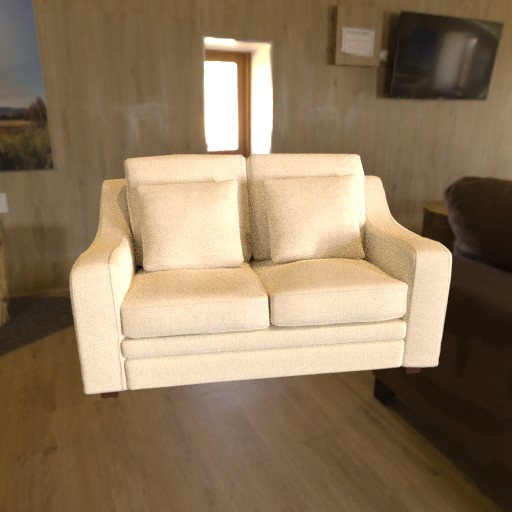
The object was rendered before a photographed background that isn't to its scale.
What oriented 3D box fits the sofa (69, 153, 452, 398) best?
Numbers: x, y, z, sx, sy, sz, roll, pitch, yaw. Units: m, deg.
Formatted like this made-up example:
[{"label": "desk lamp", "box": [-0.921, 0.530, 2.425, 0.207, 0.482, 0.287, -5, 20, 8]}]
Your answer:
[{"label": "sofa", "box": [0.000, 0.000, 2.392, 1.744, 1.047, 1.040, -2, 17, -8]}]
